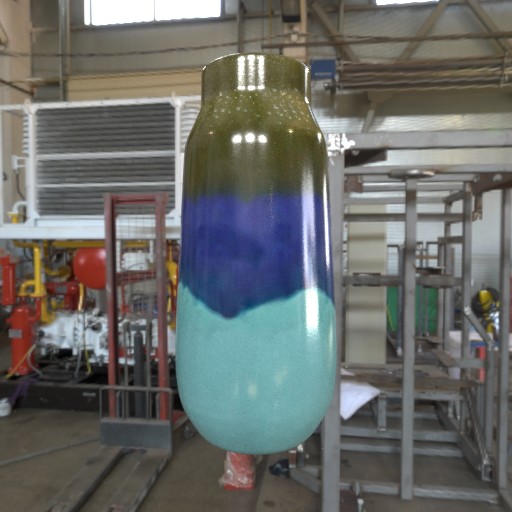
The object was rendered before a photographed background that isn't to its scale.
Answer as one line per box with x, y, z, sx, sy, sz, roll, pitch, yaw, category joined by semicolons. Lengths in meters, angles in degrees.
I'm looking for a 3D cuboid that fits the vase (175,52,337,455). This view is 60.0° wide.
0.000;0.000;0.385;0.139;0.313;0.139;0;2;0;vase
